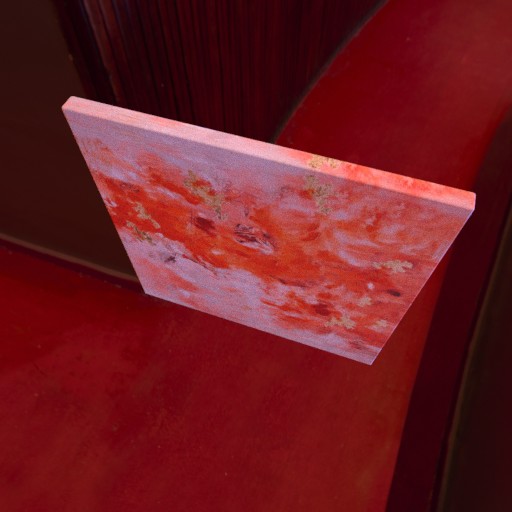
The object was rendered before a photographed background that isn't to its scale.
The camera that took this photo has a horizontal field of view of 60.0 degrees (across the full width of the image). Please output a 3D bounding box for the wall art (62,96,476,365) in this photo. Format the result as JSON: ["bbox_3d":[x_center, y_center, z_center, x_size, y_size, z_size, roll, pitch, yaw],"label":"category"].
[{"bbox_3d":[0.000,0.000,1.090,0.747,0.746,0.064,16,59,10],"label":"wall art"}]
